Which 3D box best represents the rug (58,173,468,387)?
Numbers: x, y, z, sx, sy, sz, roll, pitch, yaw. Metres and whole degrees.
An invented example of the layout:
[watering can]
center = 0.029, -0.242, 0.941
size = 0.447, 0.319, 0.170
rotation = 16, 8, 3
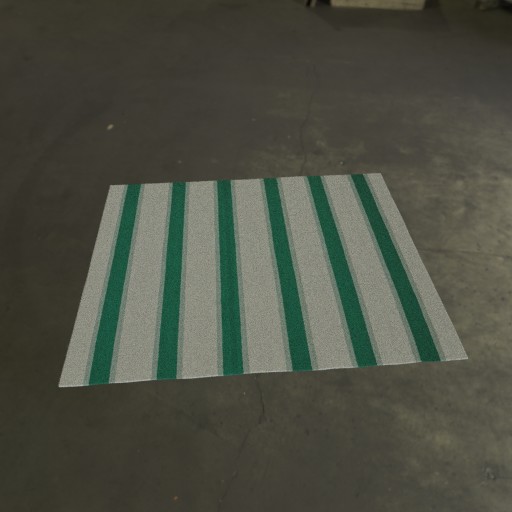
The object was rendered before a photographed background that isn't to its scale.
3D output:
[rug]
center = 0.000, 0.000, 4.118
size = 3.041, 0.019, 2.434
rotation = -3, 45, -3
